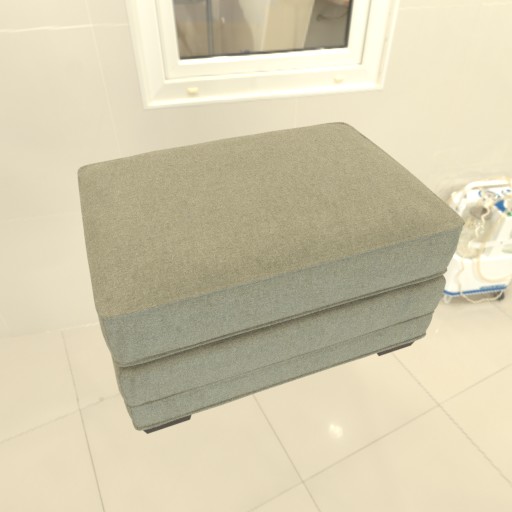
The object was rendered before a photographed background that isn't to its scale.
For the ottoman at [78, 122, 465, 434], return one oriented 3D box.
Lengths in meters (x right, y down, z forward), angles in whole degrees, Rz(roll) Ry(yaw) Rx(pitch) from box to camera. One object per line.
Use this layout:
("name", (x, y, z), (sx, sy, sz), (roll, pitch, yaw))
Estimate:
("ottoman", (0.000, 0.000, 1.237), (0.848, 0.508, 0.611), (-14, 43, -15))
